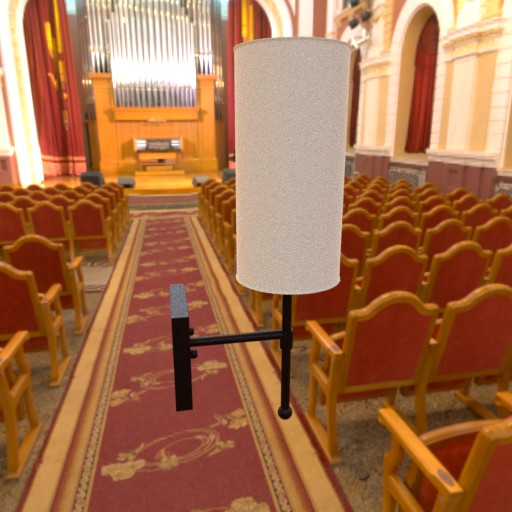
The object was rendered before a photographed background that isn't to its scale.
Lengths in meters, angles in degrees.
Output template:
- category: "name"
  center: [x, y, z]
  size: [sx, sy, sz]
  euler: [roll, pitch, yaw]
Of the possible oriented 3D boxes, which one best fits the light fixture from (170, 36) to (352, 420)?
- category: "light fixture"
  center: [0.000, 0.000, 0.535]
  size: [0.208, 0.462, 0.128]
  euler: [-3, 15, -11]
